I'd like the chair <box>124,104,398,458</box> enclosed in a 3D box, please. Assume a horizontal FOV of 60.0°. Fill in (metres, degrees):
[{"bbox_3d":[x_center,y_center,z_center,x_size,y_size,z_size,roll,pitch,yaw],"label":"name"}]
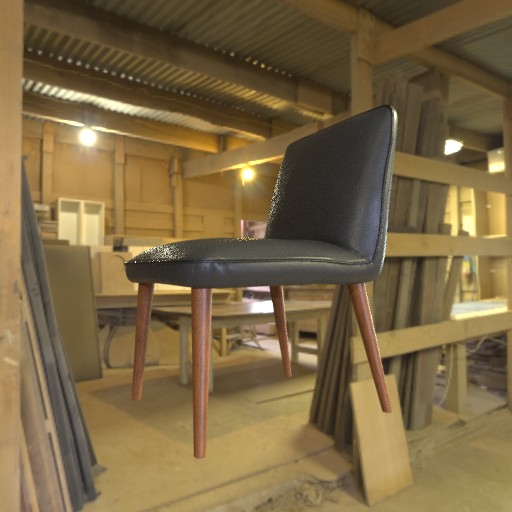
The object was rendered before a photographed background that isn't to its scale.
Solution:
[{"bbox_3d":[0.000,0.000,1.201,0.645,0.801,0.543,1,-2,-36],"label":"chair"}]
